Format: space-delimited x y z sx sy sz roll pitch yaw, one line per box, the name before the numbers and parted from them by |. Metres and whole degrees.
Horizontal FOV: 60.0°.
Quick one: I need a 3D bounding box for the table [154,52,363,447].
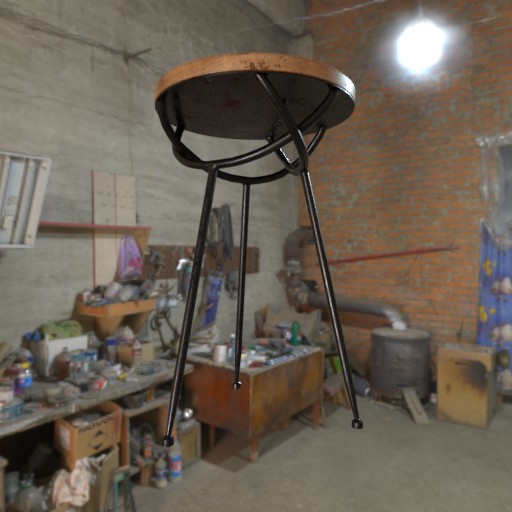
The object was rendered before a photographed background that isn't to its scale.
table | 0.000 0.000 0.928 0.414 0.664 0.418 0 -1 0
